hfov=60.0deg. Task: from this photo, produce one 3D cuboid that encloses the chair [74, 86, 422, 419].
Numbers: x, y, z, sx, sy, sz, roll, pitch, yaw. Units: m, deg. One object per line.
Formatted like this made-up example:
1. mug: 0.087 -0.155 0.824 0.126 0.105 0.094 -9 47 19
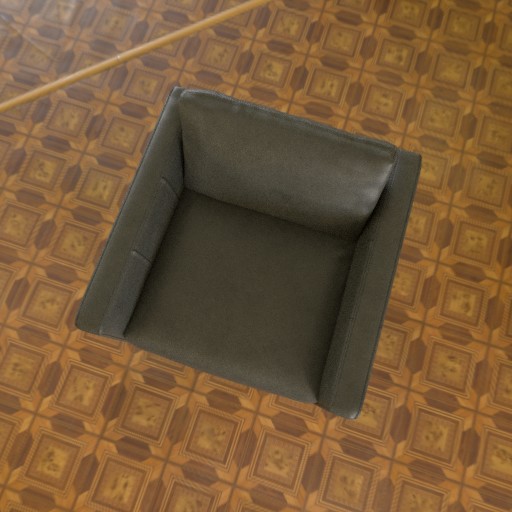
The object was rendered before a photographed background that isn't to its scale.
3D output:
1. chair: 0.000 0.000 1.522 0.967 0.824 0.861 17 76 4
